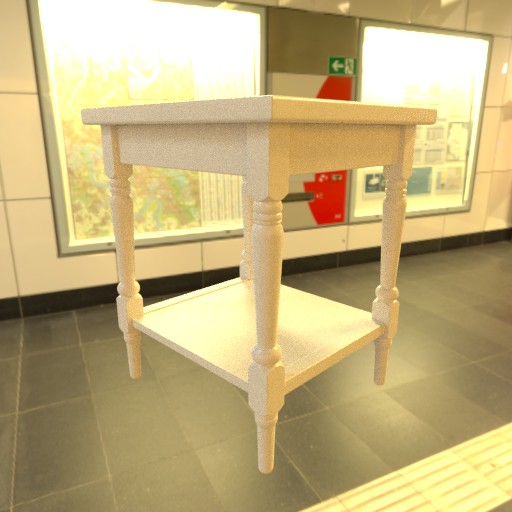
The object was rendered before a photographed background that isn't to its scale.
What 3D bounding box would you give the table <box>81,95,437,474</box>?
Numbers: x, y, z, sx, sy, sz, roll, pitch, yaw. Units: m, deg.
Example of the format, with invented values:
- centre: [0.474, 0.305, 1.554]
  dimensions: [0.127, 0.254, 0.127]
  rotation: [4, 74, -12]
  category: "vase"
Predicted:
- centre: [0.000, 0.000, 0.892]
  dimensions: [0.488, 0.565, 0.442]
  rotation: [15, 22, 43]
  category: "table"
